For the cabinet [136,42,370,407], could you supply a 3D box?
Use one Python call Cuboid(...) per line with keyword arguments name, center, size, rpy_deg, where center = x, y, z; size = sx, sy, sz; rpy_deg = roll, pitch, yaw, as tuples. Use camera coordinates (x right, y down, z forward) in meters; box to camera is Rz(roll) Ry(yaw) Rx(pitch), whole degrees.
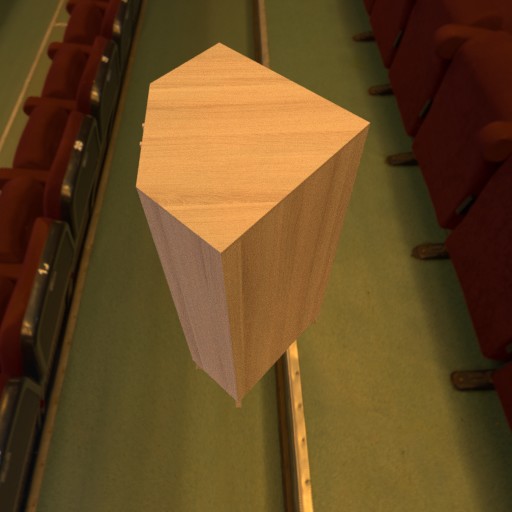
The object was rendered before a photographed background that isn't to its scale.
Cuboid(name="cabinet", center=(0.000, 0.000, 2.678), size=(0.969, 1.957, 1.272), rpy_deg=(-2, 56, -2))
